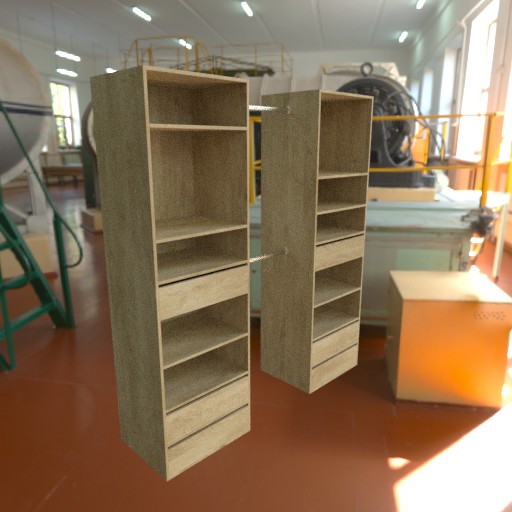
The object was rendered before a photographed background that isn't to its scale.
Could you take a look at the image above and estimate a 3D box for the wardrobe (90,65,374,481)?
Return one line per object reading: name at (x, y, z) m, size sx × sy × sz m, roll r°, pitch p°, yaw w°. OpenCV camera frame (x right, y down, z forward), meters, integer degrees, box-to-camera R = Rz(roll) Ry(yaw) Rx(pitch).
wardrobe at (0.000, 0.000, 2.812) m, size 1.770 × 2.000 × 0.480 m, roll -14°, pitch 20°, yaw -43°
